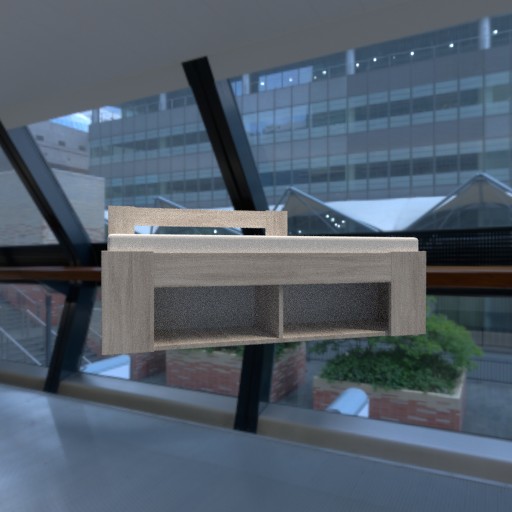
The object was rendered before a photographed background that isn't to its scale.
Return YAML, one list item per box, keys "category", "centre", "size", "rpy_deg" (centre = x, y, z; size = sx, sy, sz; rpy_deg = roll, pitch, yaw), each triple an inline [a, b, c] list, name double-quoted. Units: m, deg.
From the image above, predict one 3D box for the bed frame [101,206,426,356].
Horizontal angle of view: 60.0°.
- category: "bed frame"
  centre: [0.000, 0.000, 3.182]
  size: [2.040, 0.860, 2.050]
  rpy_deg: [0, 0, -18]
